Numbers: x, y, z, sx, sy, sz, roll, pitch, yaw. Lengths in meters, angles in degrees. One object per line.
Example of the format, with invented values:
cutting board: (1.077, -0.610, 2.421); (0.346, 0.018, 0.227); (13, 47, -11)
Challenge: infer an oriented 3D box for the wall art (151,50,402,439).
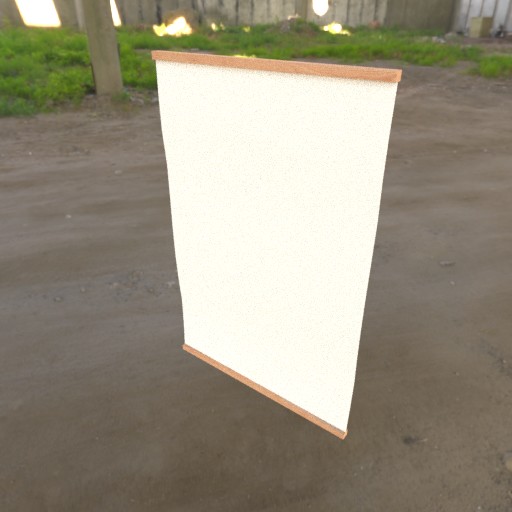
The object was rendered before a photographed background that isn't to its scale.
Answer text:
wall art: (0.000, 0.000, 0.623); (0.332, 0.508, 0.012); (20, 35, 31)
